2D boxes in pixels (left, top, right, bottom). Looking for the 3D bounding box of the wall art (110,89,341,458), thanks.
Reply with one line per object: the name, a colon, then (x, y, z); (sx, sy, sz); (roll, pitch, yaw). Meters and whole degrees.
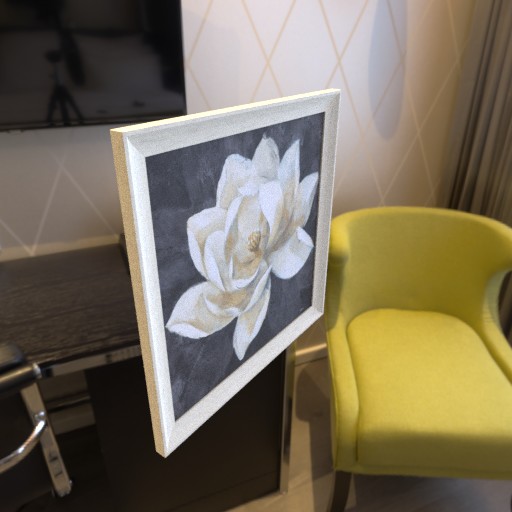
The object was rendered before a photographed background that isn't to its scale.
wall art: (0.000, 0.000, 1.555); (0.045, 1.016, 1.016); (19, 32, 33)
